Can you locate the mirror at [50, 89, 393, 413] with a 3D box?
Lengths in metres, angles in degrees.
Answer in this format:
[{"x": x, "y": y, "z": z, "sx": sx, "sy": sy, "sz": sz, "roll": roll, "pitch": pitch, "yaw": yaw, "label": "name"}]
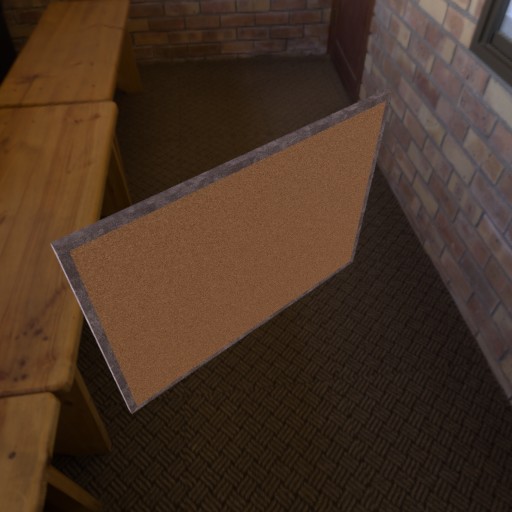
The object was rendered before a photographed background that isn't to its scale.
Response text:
[{"x": 0.000, "y": 0.000, "z": 1.455, "sx": 1.101, "sy": 0.795, "sz": 0.022, "roll": -31, "pitch": 54, "yaw": -26, "label": "mirror"}]
